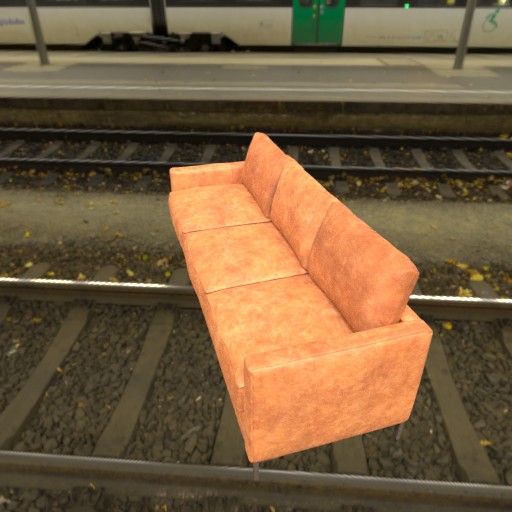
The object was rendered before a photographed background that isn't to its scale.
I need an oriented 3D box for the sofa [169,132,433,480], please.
[{"bbox_3d":[0.000,0.000,2.420,0.748,0.863,2.029,-9,32,-14],"label":"sofa"}]
